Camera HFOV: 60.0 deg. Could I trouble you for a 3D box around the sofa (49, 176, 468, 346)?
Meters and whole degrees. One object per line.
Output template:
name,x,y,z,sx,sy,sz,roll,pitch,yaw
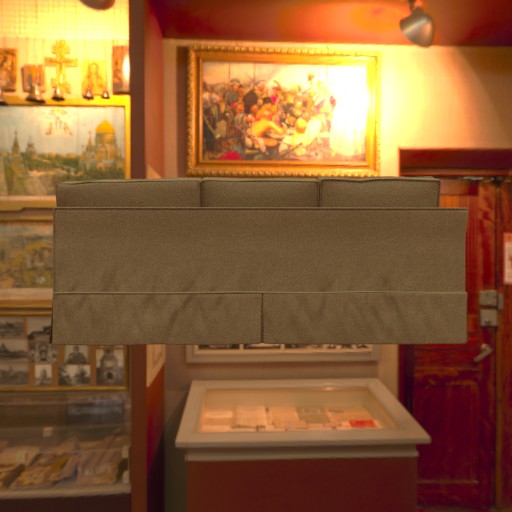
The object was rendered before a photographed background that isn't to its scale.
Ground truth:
sofa,0.000,0.000,4.020,2.623,1.081,2.618,0,0,-1
